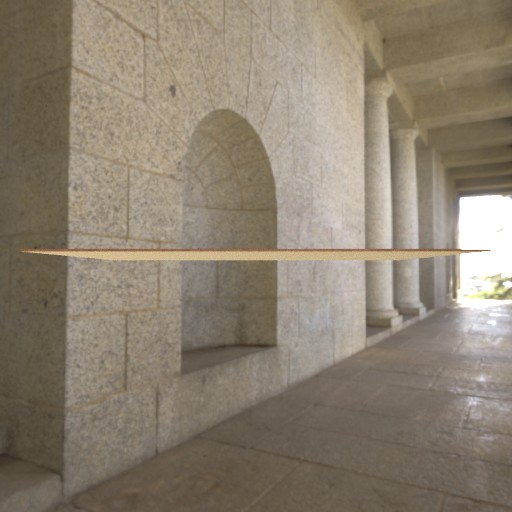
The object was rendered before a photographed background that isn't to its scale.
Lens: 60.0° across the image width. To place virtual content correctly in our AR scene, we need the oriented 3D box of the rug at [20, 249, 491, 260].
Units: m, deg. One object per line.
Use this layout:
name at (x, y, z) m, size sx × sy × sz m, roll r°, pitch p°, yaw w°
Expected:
rug at (0.000, 0.000, 3.045) m, size 2.438 × 0.014 × 1.524 m, roll 0°, pitch -2°, yaw 0°
